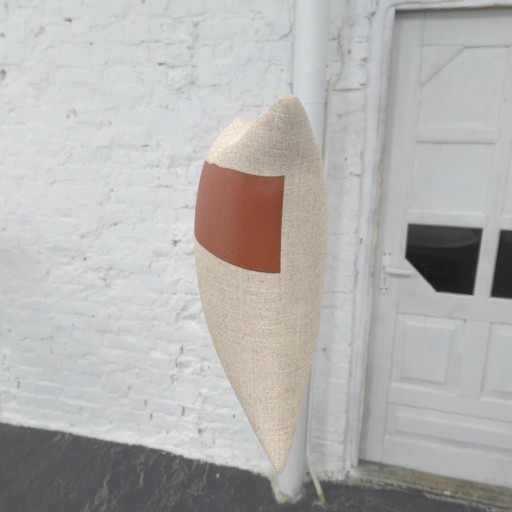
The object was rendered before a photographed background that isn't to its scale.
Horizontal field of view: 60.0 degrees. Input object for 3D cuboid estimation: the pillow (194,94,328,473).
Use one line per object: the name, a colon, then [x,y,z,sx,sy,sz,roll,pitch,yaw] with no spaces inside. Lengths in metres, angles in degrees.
pillow: [0.000,0.000,0.632,0.173,0.399,0.414,-2,15,-8]
